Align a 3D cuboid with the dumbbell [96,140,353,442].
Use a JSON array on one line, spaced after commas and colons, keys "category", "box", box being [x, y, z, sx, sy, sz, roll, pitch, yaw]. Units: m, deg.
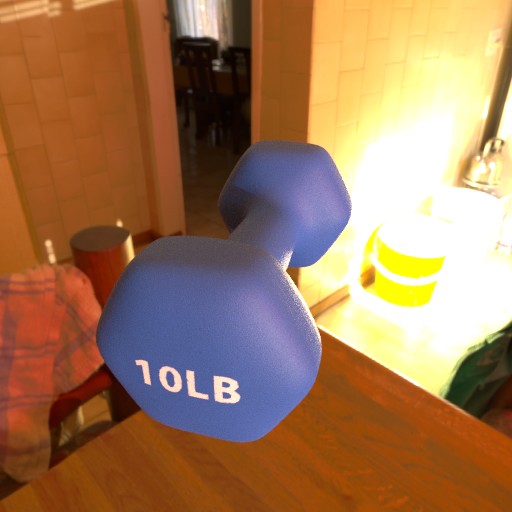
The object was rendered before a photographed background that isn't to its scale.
[{"category": "dumbbell", "box": [0.000, 0.000, 0.267, 0.103, 0.093, 0.212, 8, 30, 14]}]
